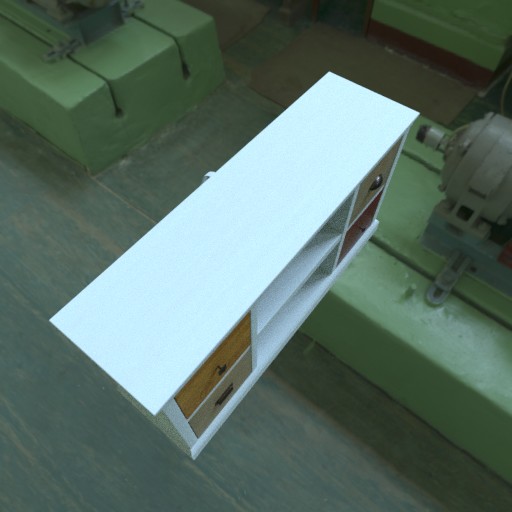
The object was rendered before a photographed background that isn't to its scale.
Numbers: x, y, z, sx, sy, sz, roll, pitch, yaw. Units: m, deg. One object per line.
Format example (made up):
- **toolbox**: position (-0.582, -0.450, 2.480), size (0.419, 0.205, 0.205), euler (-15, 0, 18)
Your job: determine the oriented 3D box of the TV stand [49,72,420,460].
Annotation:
- **TV stand**: position (0.000, 0.000, 1.493), size (0.424, 0.624, 1.187), euler (34, 63, 19)
